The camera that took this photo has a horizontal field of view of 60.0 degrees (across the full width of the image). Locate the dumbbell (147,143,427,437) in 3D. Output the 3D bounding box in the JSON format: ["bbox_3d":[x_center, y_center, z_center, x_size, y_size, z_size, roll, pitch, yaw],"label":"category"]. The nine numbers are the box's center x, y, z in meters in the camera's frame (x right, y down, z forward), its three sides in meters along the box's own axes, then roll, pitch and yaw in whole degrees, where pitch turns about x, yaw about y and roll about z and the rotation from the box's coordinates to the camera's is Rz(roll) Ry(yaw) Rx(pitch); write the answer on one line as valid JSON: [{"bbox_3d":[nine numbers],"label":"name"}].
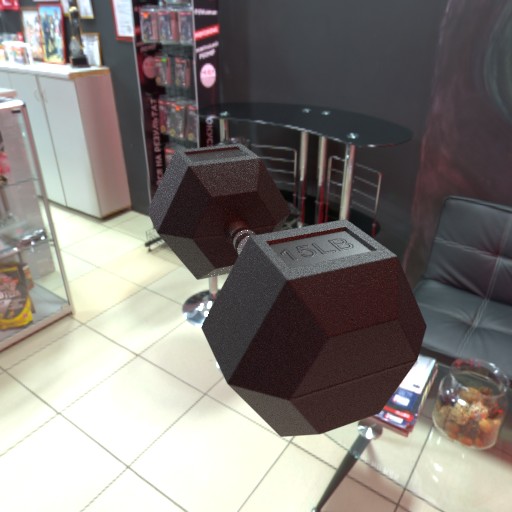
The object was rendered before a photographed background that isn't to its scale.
[{"bbox_3d":[0.000,0.000,0.330,0.122,0.106,0.271,-11,31,-19],"label":"dumbbell"}]
